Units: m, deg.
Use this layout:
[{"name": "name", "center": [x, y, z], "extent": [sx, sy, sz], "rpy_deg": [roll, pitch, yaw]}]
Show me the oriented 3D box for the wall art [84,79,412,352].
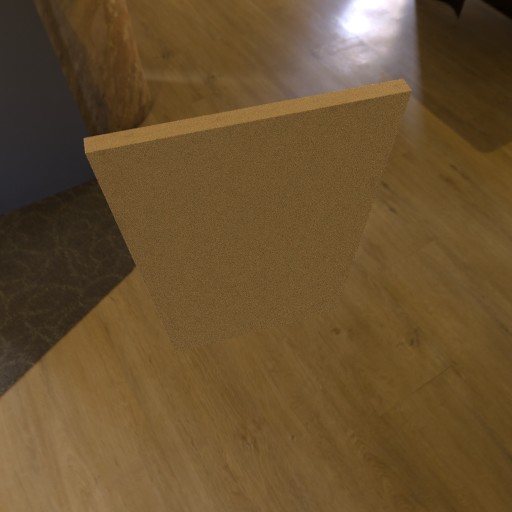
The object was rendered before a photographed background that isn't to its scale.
[{"name": "wall art", "center": [0.000, 0.000, 1.015], "extent": [0.510, 0.810, 0.039], "rpy_deg": [-13, 59, -8]}]
